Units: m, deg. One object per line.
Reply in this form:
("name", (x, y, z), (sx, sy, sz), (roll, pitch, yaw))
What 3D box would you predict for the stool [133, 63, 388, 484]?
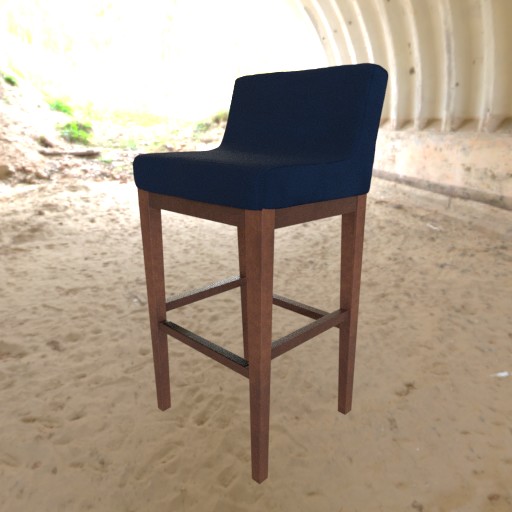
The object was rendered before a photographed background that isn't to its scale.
("stool", (0.000, 0.000, 1.294), (0.511, 1.037, 0.500), (16, 23, 42))
